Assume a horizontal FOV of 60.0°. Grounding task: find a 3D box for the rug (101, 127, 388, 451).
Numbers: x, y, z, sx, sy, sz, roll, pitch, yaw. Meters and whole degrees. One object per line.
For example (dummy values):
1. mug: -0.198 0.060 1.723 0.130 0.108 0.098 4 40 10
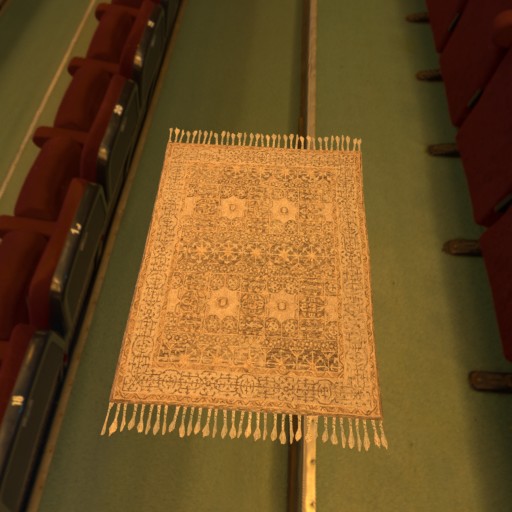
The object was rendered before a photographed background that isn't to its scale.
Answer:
1. rug: 0.000 0.000 3.102 1.619 0.023 2.465 3 59 2
